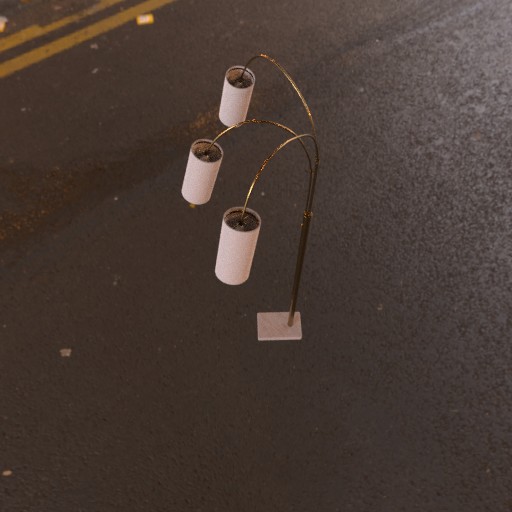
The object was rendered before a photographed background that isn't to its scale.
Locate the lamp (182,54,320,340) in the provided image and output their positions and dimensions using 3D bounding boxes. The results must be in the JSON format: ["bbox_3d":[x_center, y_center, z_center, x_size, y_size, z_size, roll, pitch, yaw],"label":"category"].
[{"bbox_3d":[0.000,0.000,2.453,0.667,2.055,1.020,-1,58,-1],"label":"lamp"}]
